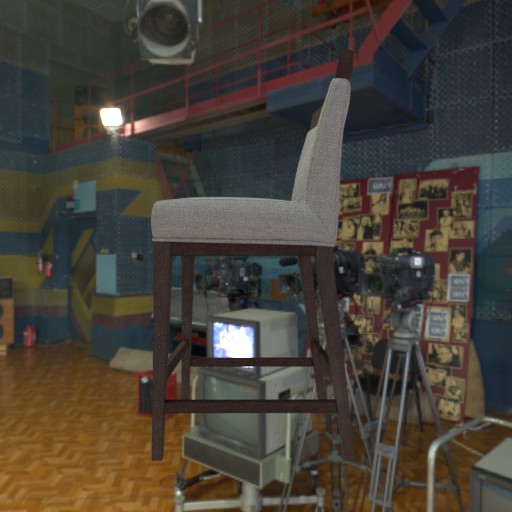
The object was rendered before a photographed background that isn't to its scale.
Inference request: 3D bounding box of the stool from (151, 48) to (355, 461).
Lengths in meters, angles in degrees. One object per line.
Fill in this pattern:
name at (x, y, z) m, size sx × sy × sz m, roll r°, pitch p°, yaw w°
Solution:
stool at (0.000, 0.000, 1.328) m, size 0.531 × 1.009 × 0.512 m, roll 0°, pitch 1°, yaw 0°
